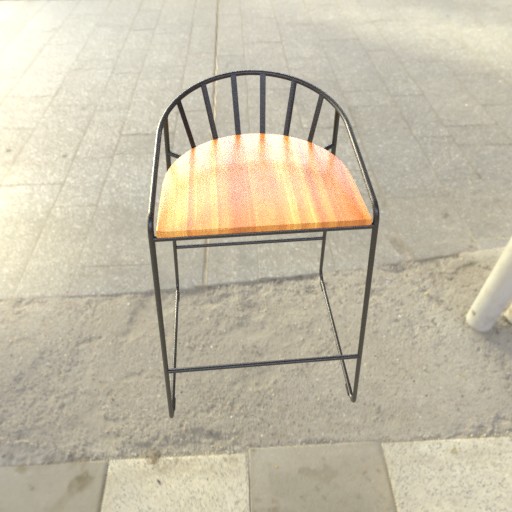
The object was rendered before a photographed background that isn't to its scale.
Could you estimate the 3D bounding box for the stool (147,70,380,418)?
[{"bbox_3d":[0.000,0.000,1.186,0.546,0.812,0.521,-4,46,-4],"label":"stool"}]
